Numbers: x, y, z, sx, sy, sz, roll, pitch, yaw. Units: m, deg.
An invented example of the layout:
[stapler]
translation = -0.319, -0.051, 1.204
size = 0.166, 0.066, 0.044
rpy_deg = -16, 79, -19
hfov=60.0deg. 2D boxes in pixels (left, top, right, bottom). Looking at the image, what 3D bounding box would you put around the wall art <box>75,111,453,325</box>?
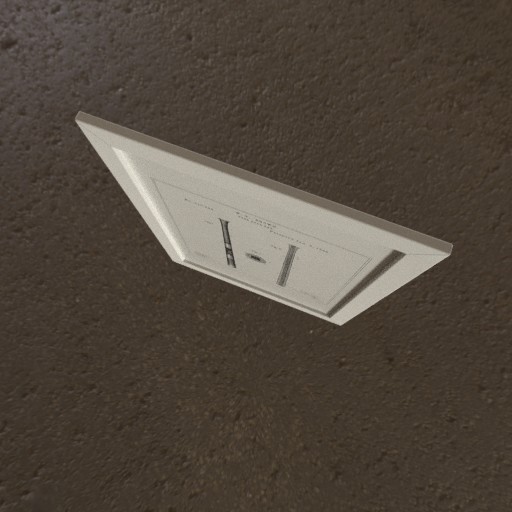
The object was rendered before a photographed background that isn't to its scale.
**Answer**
[wall art]
translation = 0.000, 0.000, 0.667
size = 0.374, 0.529, 0.012
rpy_deg = 21, 75, 6
